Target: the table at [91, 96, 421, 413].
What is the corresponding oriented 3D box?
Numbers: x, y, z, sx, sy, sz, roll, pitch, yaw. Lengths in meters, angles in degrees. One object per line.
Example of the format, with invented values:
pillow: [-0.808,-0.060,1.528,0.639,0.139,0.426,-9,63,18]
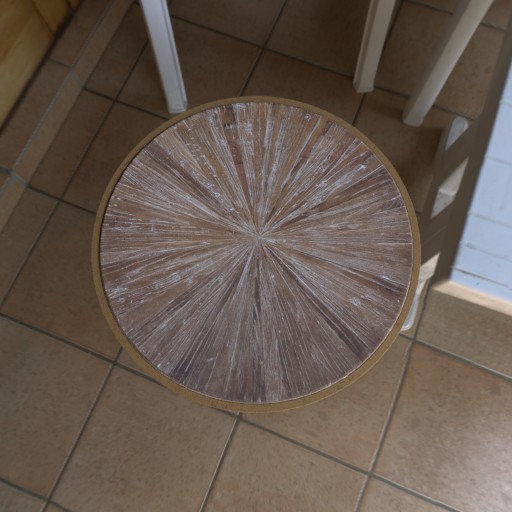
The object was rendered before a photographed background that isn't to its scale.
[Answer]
table: [0.000,0.000,1.542,1.001,0.409,1.001,0,75,0]
